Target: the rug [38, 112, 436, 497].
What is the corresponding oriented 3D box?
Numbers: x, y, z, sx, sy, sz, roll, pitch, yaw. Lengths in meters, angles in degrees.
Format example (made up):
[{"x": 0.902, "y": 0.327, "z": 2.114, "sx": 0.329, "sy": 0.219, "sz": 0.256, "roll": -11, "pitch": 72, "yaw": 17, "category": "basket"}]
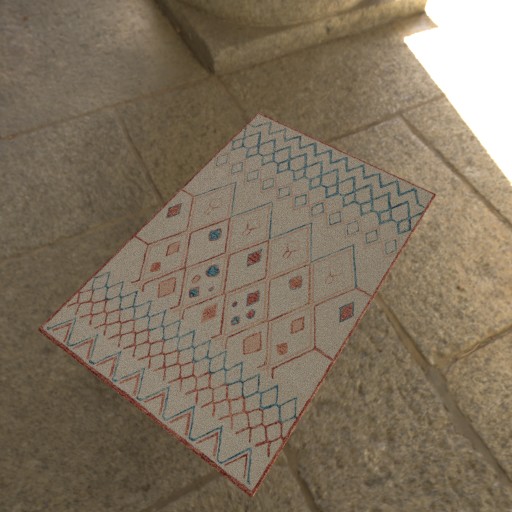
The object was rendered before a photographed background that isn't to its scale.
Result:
[{"x": 0.000, "y": 0.000, "z": 2.287, "sx": 1.219, "sy": 0.016, "sz": 1.829, "roll": 30, "pitch": 63, "yaw": 18, "category": "rug"}]
